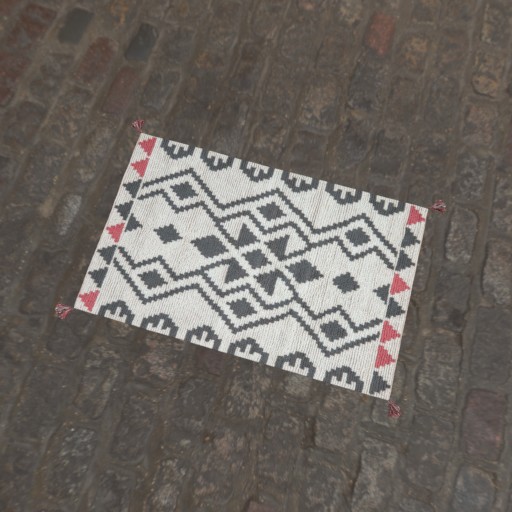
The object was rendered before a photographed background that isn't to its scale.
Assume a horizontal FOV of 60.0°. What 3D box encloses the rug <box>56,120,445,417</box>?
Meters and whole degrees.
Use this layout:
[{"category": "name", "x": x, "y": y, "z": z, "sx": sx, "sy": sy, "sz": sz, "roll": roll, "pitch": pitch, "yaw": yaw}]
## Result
[{"category": "rug", "x": 0.000, "y": 0.000, "z": 3.428, "sx": 2.672, "sy": 0.066, "sz": 1.741, "roll": 16, "pitch": 77, "yaw": 4}]
